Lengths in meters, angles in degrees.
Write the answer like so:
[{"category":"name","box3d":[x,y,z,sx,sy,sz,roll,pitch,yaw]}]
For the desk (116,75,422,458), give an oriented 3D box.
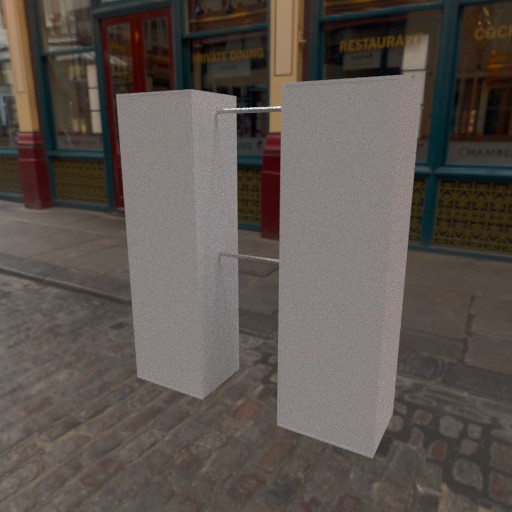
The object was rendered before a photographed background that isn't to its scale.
[{"category":"desk","box3d":[0.000,0.000,2.847,1.770,2.000,0.480,8,17,29]}]
